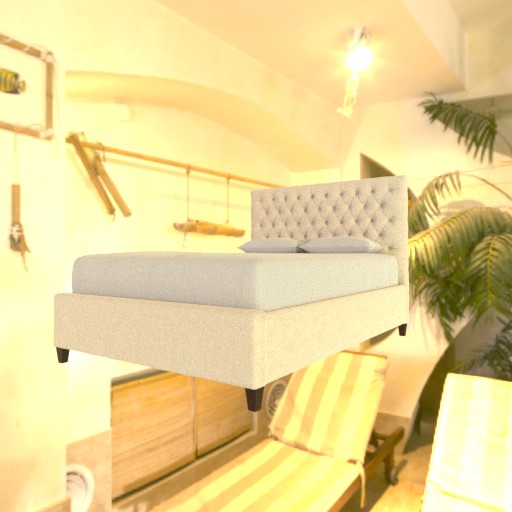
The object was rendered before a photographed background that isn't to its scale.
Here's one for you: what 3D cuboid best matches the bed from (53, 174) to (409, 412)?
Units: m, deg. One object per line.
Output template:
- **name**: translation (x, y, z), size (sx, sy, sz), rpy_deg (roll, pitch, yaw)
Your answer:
- **bed**: translation (0.000, 0.000, 3.463), size (1.698, 1.427, 2.387), rpy_deg (0, 0, 35)
